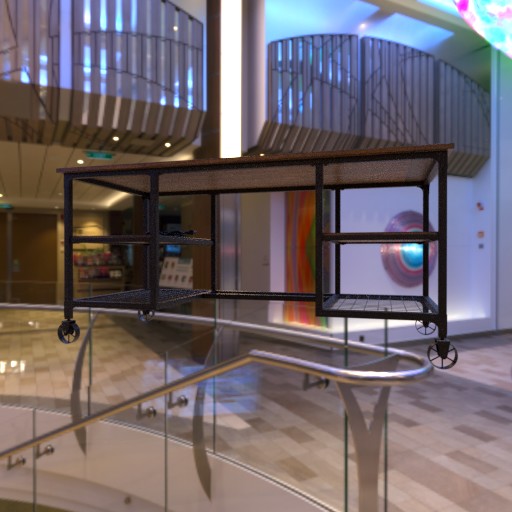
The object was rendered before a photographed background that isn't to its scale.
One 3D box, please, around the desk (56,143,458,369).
[{"bbox_3d":[0.000,0.000,2.009,1.590,0.751,0.711,0,0,16],"label":"desk"}]
